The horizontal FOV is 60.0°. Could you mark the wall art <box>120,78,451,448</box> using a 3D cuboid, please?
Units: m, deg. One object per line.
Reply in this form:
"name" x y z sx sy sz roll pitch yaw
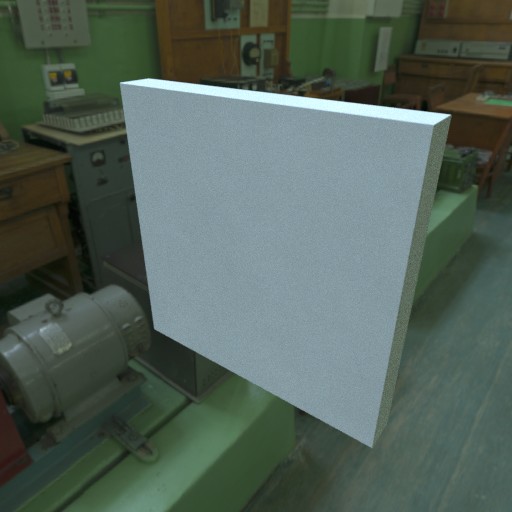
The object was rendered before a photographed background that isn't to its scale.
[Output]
"wall art" 0.000 0.000 0.443 0.305 0.305 0.038 20 35 31
